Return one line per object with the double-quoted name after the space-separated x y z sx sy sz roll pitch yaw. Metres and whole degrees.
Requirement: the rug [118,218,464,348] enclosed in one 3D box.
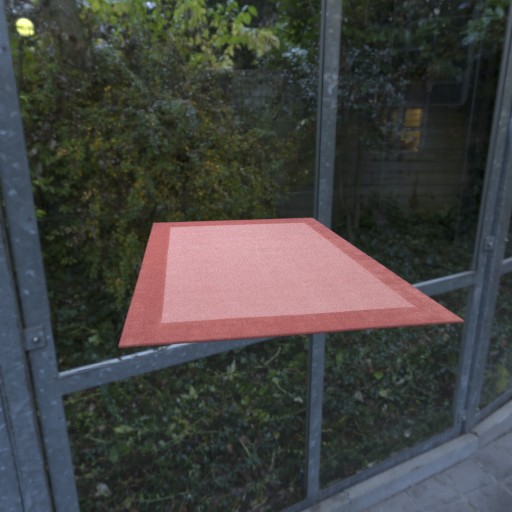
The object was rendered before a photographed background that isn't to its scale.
0.000 0.000 3.056 1.524 0.014 2.438 -3 16 -9 "rug"
